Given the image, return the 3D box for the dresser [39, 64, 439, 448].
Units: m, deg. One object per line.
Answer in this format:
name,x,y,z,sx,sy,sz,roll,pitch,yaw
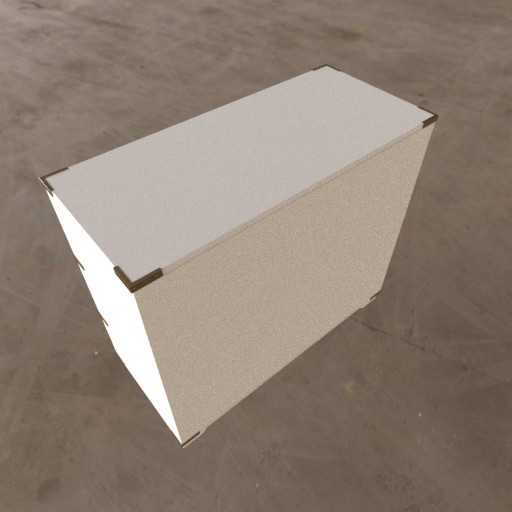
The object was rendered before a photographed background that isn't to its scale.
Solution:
dresser,0.000,0.000,1.528,1.022,0.891,0.460,-31,54,-26
